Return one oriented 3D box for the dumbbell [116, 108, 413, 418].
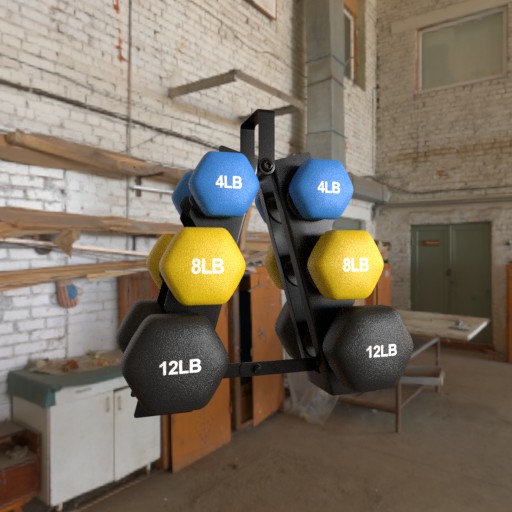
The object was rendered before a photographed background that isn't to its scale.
[{"bbox_3d":[0.000,0.000,0.683,0.409,0.426,0.255,0,0,-18],"label":"dumbbell"}]
